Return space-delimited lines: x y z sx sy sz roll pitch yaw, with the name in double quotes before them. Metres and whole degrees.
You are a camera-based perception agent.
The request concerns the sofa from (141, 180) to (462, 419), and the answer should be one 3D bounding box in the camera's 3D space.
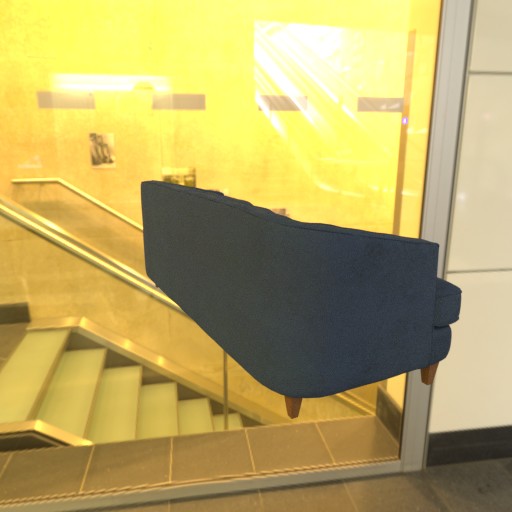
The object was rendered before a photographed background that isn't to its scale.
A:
"sofa" 0.000 0.000 2.730 0.941 0.855 2.278 -8 16 -28
